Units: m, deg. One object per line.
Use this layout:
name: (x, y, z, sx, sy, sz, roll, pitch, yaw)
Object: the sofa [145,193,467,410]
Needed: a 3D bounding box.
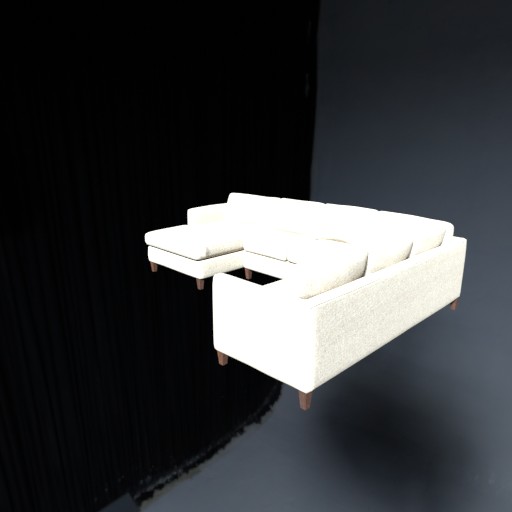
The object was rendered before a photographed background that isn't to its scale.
sofa: (0.000, 0.000, 4.772, 2.593, 0.959, 3.460, -15, 21, -43)
